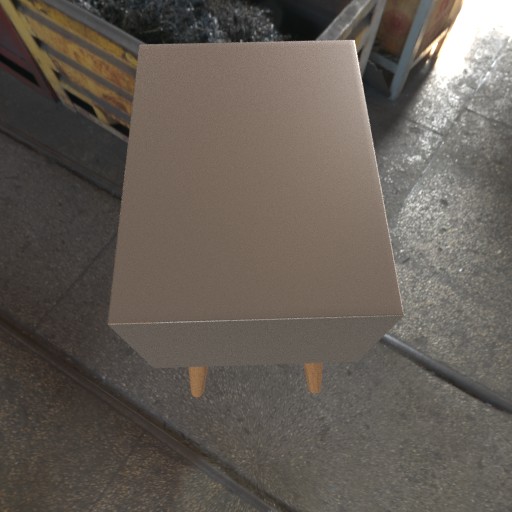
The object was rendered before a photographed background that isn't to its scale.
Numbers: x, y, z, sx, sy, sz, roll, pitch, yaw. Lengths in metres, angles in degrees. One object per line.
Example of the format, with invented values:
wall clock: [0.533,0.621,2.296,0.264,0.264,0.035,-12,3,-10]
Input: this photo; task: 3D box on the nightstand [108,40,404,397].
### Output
nightstand: [0.000,0.000,0.721,0.288,0.508,0.370,-2,65,-1]
